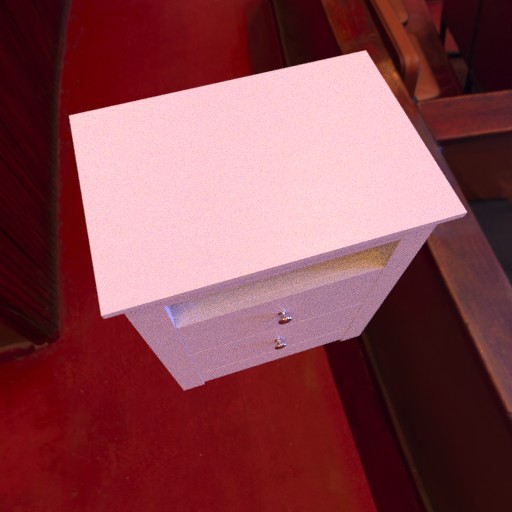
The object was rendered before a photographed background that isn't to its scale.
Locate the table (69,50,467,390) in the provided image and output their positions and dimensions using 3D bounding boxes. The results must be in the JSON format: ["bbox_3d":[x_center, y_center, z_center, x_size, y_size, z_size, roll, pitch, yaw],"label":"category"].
[{"bbox_3d":[0.000,0.000,1.078,0.589,0.711,0.406,-16,64,-8],"label":"table"}]
